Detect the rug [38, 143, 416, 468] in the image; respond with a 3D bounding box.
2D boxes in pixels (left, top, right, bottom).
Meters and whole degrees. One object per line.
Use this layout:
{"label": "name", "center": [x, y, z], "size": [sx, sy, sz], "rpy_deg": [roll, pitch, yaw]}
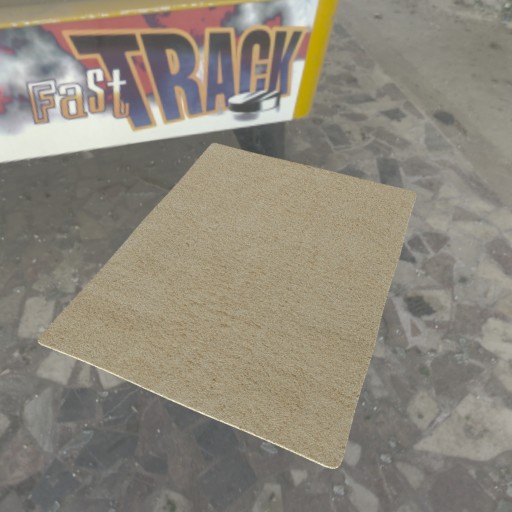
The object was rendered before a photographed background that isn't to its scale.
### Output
{"label": "rug", "center": [0.000, 0.000, 4.028], "size": [2.401, 0.025, 3.001], "rpy_deg": [17, 49, 16]}
